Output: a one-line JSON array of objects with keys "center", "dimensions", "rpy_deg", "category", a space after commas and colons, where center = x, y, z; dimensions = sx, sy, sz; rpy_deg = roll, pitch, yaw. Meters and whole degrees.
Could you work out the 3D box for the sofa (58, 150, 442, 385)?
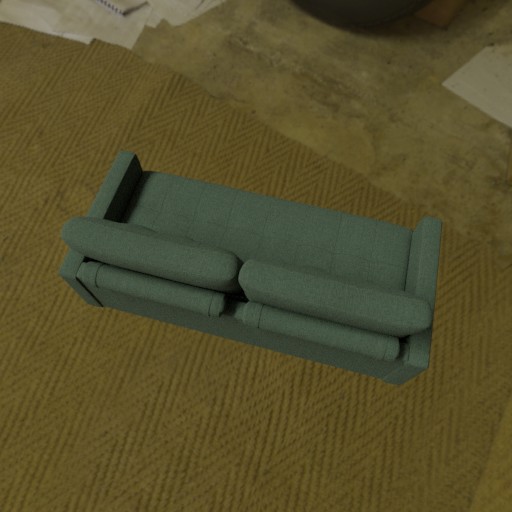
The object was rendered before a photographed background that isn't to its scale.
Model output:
[{"center": [0.000, 0.000, 2.610], "dimensions": [2.010, 1.050, 0.966], "rpy_deg": [13, 65, 6], "category": "sofa"}]
